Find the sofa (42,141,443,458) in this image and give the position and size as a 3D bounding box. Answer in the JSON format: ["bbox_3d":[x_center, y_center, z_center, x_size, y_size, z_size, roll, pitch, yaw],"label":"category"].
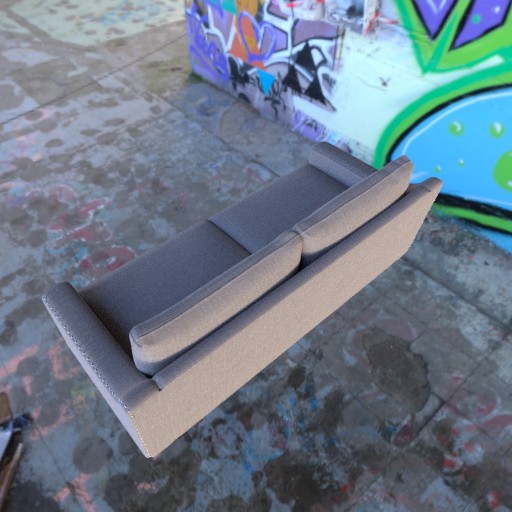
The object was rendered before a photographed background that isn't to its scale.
[{"bbox_3d":[0.000,0.000,2.661,2.208,0.857,1.000,-33,55,-27],"label":"sofa"}]
